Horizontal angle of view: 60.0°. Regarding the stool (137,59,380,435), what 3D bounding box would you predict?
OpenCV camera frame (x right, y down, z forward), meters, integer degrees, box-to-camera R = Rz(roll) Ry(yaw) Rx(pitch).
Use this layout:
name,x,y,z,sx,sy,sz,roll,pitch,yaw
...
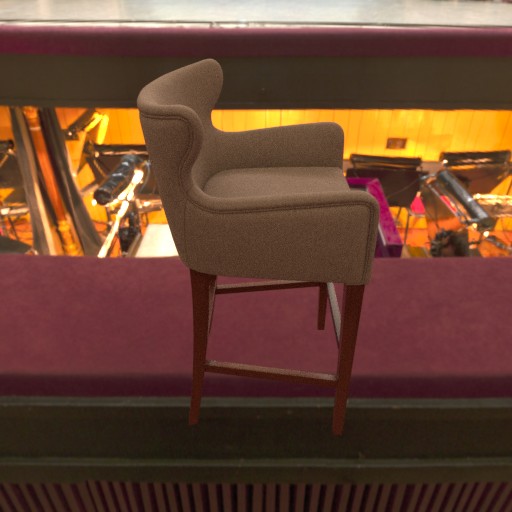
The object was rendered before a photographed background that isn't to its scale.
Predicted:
name,x,y,z,sx,sy,sz,roll,pitch,yaw
stool,0.000,0.000,1.378,0.575,1.047,0.575,0,33,1
